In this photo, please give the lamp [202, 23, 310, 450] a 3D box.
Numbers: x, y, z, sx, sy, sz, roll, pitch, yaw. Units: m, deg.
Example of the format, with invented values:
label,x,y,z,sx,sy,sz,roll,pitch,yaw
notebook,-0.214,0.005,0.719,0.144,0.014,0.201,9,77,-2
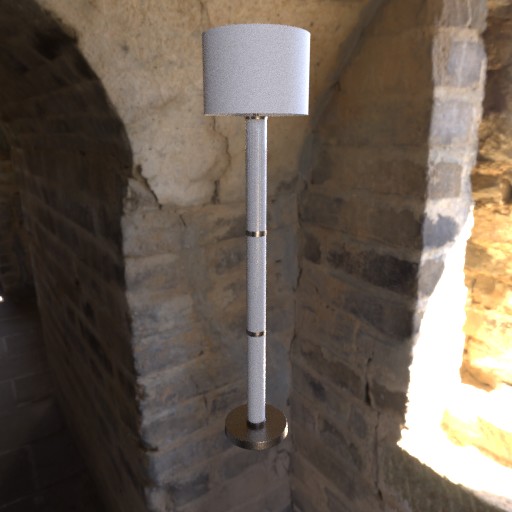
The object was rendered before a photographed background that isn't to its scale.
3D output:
label,x,y,z,sx,sy,sz,roll,pitch,yaw
lamp,0.000,0.000,1.755,0.377,1.599,0.377,3,16,10
